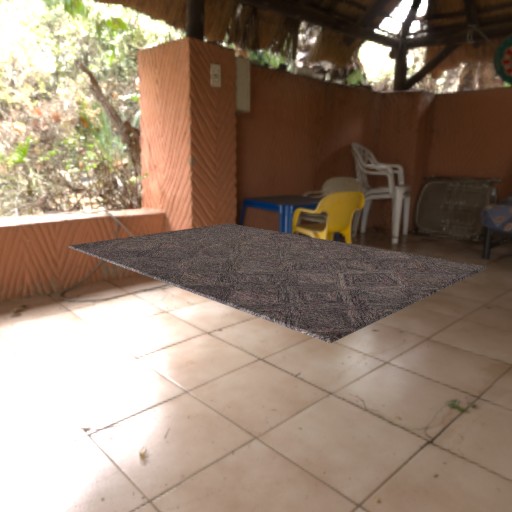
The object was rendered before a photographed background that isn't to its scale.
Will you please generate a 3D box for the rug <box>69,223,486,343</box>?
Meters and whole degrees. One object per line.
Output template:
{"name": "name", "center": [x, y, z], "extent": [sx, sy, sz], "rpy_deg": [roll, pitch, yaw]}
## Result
{"name": "rug", "center": [0.000, 0.000, 2.867], "extent": [1.501, 0.017, 2.298], "rpy_deg": [-12, 18, -43]}
